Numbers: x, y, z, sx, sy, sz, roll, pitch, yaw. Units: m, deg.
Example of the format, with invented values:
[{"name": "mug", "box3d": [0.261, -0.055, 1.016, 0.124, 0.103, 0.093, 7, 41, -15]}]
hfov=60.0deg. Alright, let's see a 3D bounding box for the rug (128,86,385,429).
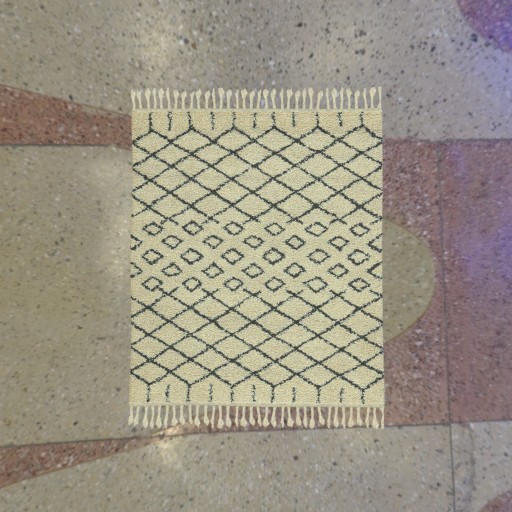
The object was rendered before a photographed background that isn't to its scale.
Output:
[{"name": "rug", "box3d": [0.000, 0.000, 4.163, 2.388, 0.030, 3.213, 0, 88, 1]}]
